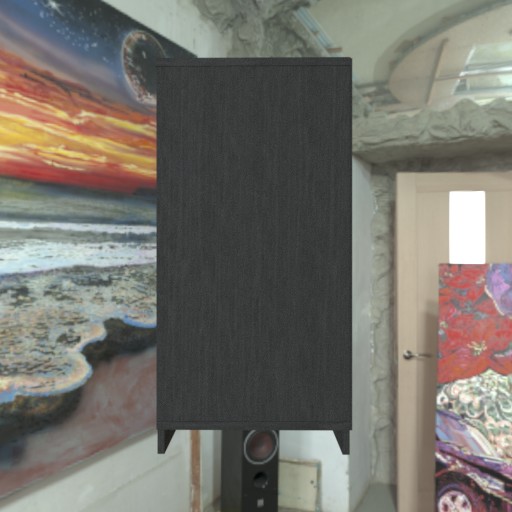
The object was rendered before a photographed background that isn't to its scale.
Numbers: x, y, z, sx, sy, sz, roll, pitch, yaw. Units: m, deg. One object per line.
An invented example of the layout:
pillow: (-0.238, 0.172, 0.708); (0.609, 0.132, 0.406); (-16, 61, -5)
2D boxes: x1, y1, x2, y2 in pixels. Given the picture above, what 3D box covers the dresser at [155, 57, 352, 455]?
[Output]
dresser: (0.000, 0.000, 1.406); (0.404, 0.816, 0.994); (0, 0, 1)
